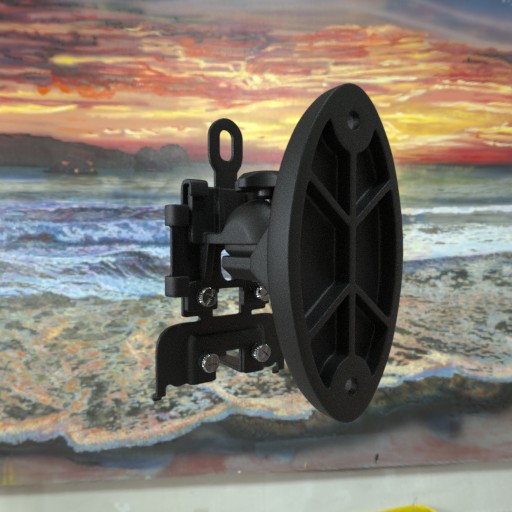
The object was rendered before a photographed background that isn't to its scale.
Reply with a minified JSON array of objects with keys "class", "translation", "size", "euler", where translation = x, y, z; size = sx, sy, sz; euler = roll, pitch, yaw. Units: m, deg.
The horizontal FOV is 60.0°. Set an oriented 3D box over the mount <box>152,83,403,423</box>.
[{"class":"mount","translation":[0.000,0.000,0.177],"size":[0.066,0.118,0.100],"euler":[-2,3,-37]}]
